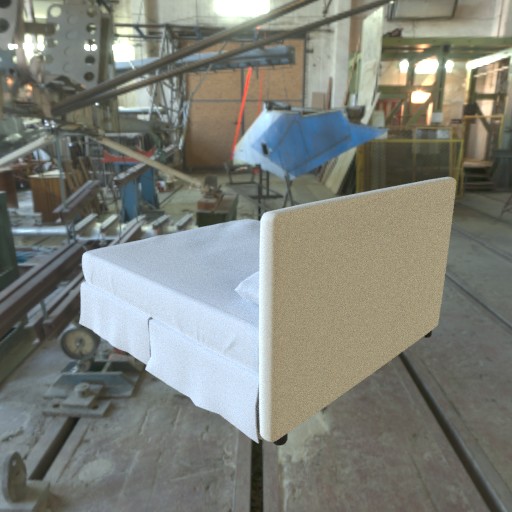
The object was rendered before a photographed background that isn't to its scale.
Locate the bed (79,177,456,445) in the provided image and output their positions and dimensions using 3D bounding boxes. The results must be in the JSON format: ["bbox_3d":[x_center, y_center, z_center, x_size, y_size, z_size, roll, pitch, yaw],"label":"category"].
[{"bbox_3d":[0.000,0.000,3.632,2.119,1.317,2.341,-16,23,-43],"label":"bed"}]
